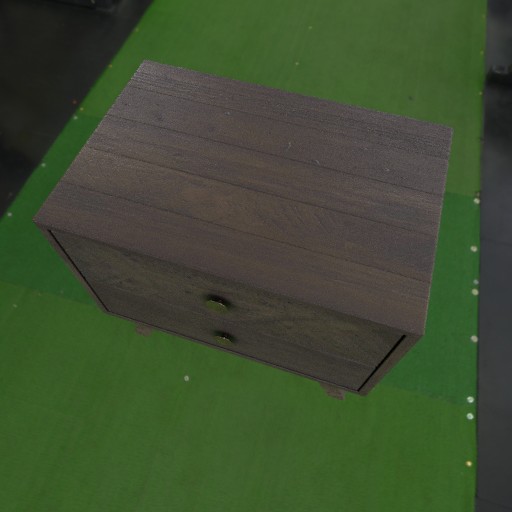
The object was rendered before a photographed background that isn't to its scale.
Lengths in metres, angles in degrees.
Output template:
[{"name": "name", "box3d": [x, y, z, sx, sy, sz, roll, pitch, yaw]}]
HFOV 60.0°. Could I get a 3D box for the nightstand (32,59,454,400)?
[{"name": "nightstand", "box3d": [0.000, 0.000, 1.050, 0.650, 0.599, 0.450, 16, 61, 9]}]
